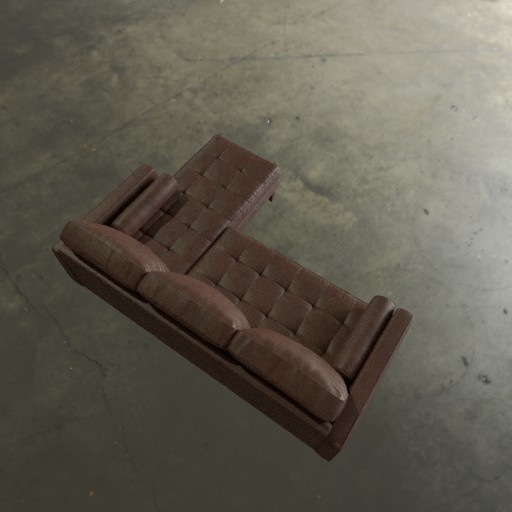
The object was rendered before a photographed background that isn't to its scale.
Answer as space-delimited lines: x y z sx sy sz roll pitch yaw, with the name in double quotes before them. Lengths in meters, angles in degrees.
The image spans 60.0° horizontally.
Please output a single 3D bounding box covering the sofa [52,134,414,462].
"sofa" 0.000 0.000 3.053 2.185 0.841 1.613 30 64 17
